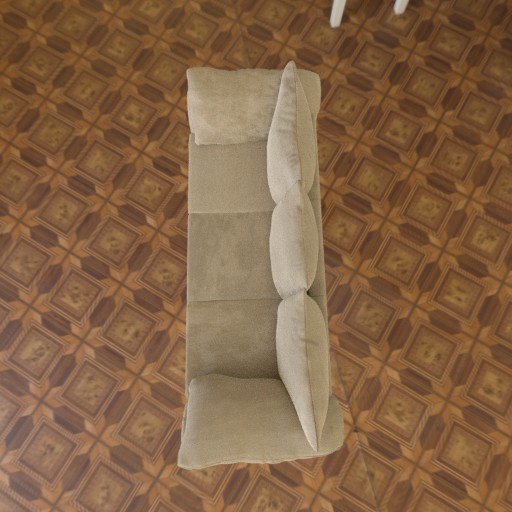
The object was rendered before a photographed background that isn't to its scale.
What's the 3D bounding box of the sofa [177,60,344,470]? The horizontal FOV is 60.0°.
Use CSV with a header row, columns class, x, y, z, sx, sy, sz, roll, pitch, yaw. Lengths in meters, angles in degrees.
class,x,y,z,sx,sy,sz,roll,pitch,yaw
sofa,0.000,0.000,2.821,0.893,0.981,2.377,-1,76,0
